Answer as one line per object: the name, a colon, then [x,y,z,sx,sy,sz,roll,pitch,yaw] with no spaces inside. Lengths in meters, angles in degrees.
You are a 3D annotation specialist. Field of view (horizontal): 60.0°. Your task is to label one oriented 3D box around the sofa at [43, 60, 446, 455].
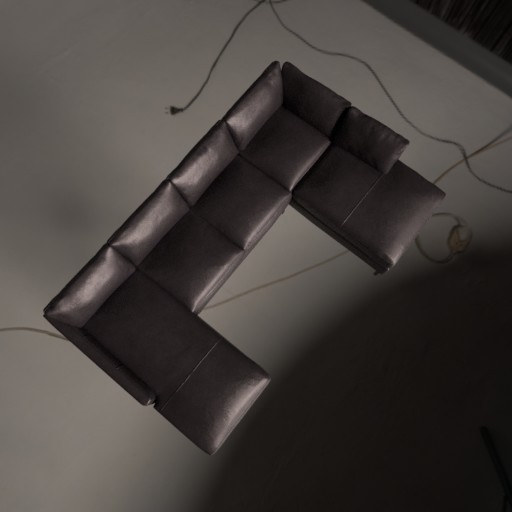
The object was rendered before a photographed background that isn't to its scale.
sofa: [0.000,0.000,3.784,1.939,0.900,2.956,38,78,9]
